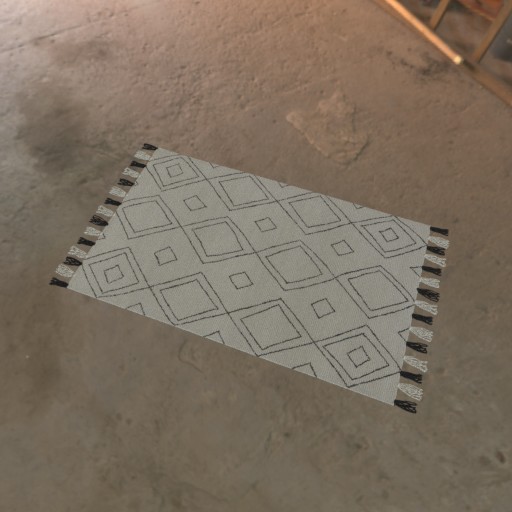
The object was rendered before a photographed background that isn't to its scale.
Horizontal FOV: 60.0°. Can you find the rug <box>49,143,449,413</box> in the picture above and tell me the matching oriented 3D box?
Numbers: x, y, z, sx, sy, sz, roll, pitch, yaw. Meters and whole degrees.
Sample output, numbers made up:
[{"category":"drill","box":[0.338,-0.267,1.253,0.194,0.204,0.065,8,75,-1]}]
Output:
[{"category":"rug","box":[0.000,0.000,3.402,2.755,0.021,1.524,18,61,10]}]
